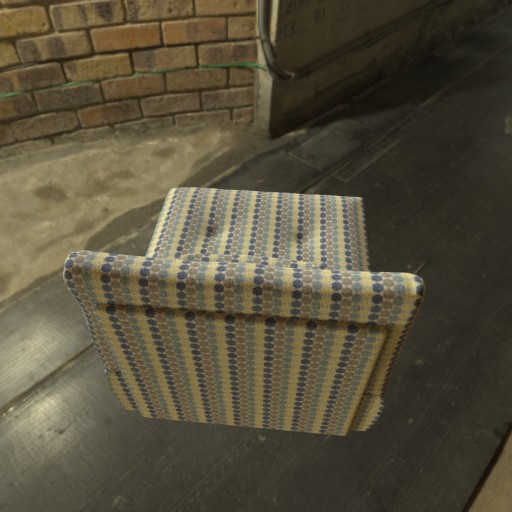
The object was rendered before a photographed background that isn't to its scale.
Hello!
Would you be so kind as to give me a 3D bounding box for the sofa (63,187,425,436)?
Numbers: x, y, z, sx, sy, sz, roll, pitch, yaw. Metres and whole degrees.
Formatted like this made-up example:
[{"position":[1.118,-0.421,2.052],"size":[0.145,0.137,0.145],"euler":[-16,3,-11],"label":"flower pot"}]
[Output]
[{"position":[0.000,0.000,1.671],"size":[0.930,0.830,1.000],"euler":[4,48,4],"label":"sofa"}]
